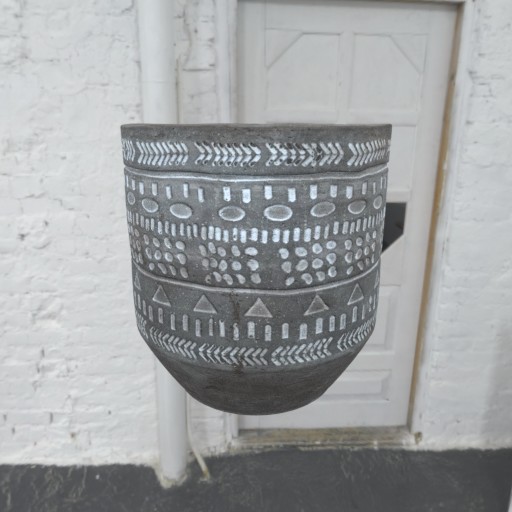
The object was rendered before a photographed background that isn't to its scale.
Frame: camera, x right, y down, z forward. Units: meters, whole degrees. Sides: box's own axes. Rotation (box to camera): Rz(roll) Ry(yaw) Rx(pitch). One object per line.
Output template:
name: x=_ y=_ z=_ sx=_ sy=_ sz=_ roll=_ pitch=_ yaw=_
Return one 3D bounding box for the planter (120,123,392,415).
planter: x=0.000 y=0.000 z=0.261 sx=0.142 sy=0.149 sz=0.142 roll=0 pitch=17 yaw=0
